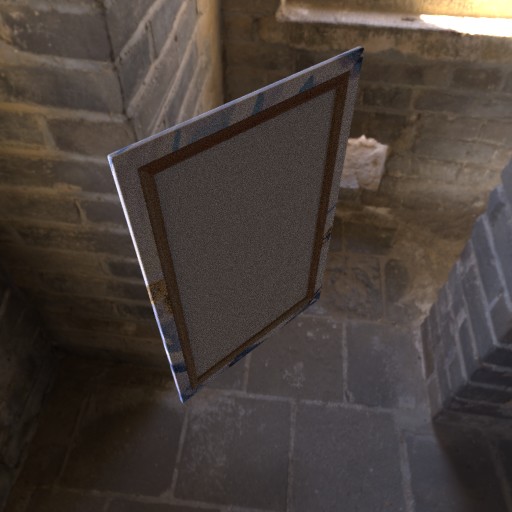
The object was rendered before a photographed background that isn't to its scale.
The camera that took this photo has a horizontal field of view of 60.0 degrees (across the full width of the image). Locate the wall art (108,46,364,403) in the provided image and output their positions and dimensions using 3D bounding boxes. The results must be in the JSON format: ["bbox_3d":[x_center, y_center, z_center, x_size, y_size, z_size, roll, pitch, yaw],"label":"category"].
[{"bbox_3d":[0.000,0.000,1.166,0.610,0.914,0.016,-33,56,-26],"label":"wall art"}]
